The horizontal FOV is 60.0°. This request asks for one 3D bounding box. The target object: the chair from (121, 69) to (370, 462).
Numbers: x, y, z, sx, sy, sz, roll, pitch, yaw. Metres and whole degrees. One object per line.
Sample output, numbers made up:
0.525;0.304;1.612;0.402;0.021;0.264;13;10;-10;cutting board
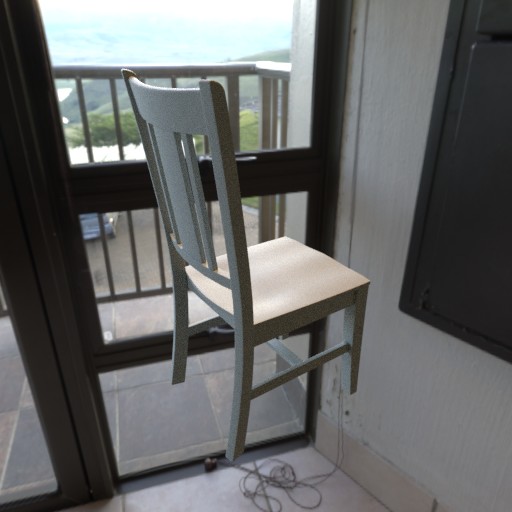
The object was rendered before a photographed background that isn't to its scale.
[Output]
0.000;0.000;1.286;0.555;0.998;0.450;-17;30;-31;chair
